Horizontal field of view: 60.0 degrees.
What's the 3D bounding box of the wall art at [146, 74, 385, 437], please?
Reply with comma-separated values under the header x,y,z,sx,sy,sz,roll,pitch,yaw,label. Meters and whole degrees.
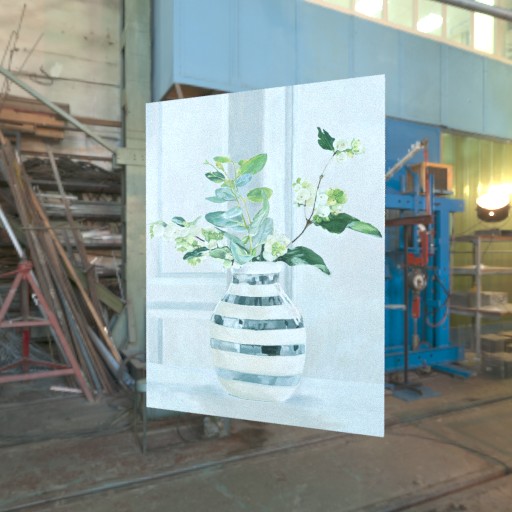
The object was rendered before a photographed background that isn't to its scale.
x,y,z,sx,sy,sz,roll,pitch,yaw,label
0.000,0.000,1.641,0.914,1.212,0.038,0,1,19,wall art
